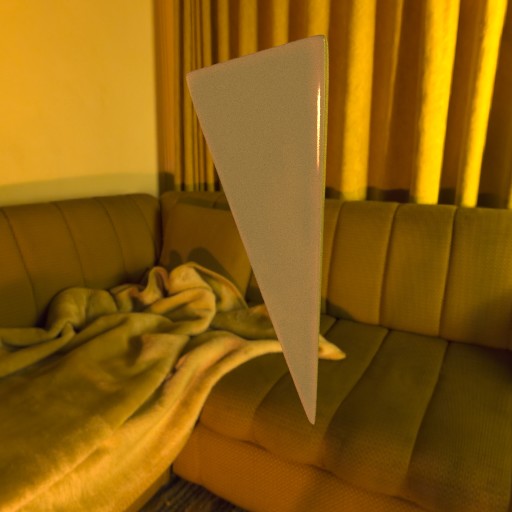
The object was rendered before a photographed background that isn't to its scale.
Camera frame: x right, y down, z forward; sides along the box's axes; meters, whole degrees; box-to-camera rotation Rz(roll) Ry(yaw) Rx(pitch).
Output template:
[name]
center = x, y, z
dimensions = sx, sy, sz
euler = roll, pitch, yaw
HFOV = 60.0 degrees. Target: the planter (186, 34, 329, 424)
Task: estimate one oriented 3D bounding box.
[planter]
center = 0.000, 0.000, 0.215
dimensions = 0.064, 0.178, 0.080
euler = 2, 14, 9
